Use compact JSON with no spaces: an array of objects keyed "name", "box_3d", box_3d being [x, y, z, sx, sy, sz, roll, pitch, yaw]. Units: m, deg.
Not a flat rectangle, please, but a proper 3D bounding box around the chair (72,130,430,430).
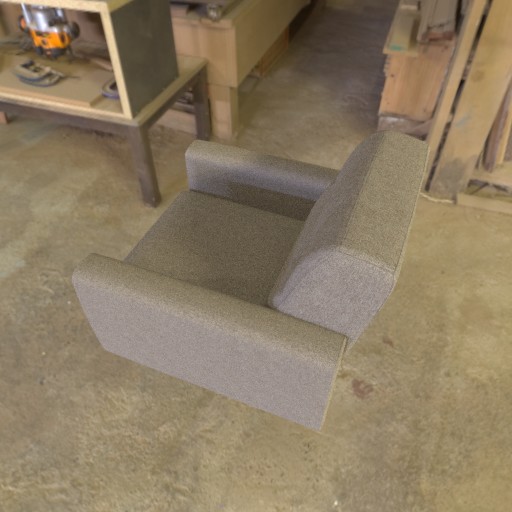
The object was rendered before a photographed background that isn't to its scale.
[{"name":"chair","box_3d":[0.000,0.000,1.543,0.907,0.839,0.831,17,49,15]}]
